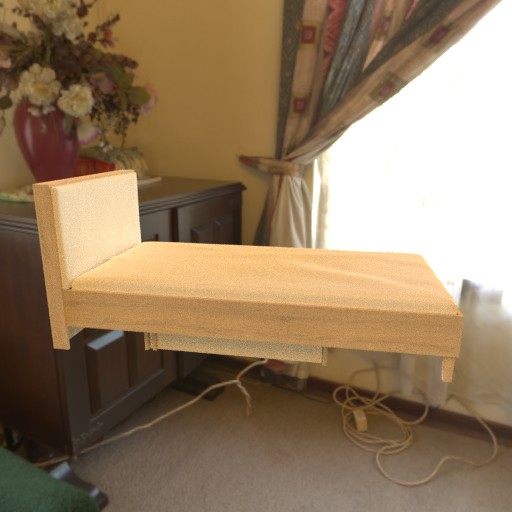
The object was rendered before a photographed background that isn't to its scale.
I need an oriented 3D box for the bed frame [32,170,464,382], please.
[{"bbox_3d":[0.000,0.000,2.667,2.140,0.920,0.990,3,16,10],"label":"bed frame"}]
